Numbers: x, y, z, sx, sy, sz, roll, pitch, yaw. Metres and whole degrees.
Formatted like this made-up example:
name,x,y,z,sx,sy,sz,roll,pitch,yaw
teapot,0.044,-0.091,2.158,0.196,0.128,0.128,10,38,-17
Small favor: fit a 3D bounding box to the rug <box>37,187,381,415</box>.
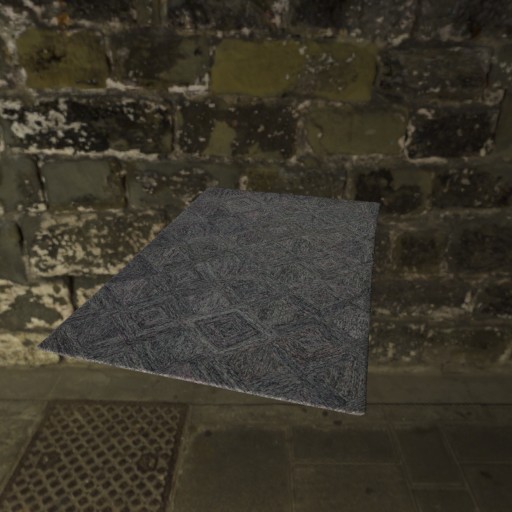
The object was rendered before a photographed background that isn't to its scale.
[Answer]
name,x,y,z,sx,sy,sz,roll,pitch,yaw
rug,0.000,0.000,2.183,1.158,0.013,1.752,7,29,13
